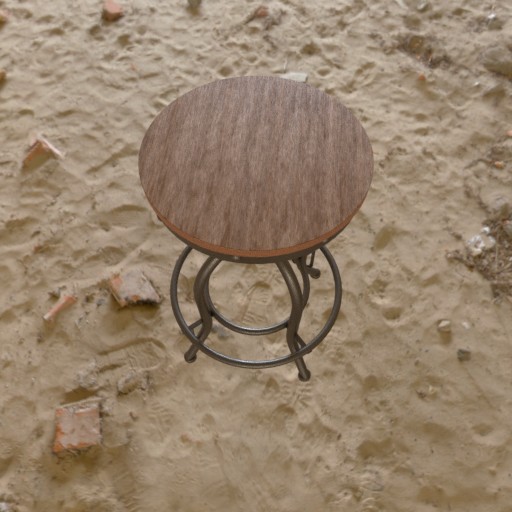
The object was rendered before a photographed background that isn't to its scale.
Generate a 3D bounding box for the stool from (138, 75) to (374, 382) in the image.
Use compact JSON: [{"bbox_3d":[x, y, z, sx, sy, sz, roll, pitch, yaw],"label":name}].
[{"bbox_3d":[0.000,0.000,0.923,0.439,0.609,0.439,-32,64,-17],"label":"stool"}]
